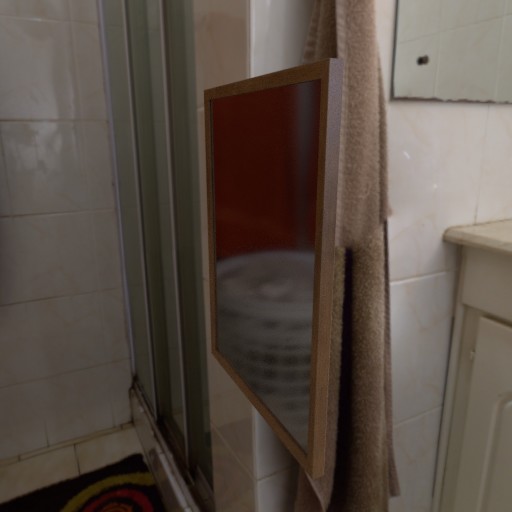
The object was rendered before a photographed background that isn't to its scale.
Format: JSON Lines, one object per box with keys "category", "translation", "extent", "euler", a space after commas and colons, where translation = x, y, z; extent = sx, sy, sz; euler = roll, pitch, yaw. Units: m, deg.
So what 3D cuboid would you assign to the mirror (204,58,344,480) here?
{"category": "mirror", "translation": [0.000, 0.000, 1.359], "extent": [0.040, 1.016, 0.762], "euler": [-7, 17, -25]}
